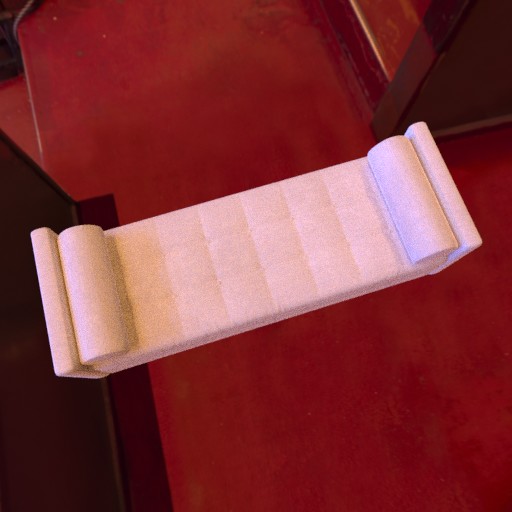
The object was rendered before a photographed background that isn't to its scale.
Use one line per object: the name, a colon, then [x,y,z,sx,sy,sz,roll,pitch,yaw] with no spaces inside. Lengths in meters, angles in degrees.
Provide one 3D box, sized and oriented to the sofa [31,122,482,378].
sofa: [0.000,0.000,2.323,1.981,0.635,0.686,-17,74,-5]
